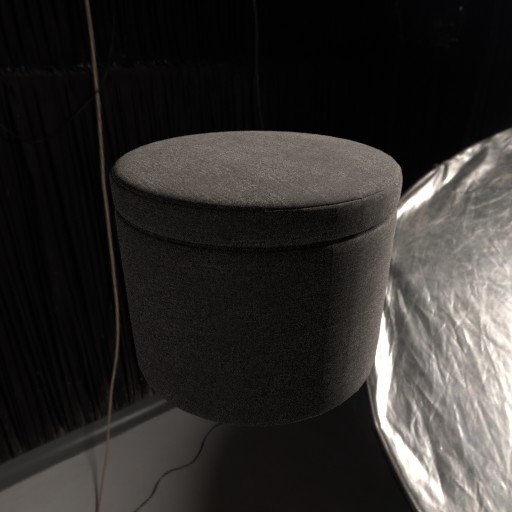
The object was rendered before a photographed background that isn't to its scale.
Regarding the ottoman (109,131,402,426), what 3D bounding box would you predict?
[{"bbox_3d":[0.000,0.000,0.866,0.500,0.419,0.500,0,26,0],"label":"ottoman"}]
